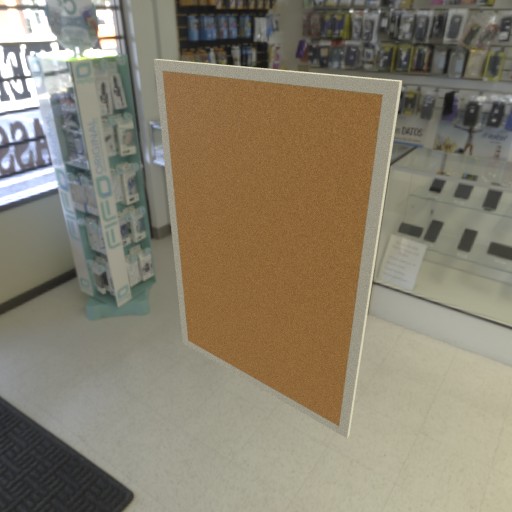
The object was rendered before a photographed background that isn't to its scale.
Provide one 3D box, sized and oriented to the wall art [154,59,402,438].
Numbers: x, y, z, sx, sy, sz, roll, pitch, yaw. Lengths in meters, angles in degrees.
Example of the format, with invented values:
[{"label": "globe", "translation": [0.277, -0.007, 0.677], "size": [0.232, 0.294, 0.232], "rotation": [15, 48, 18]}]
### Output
[{"label": "wall art", "translation": [0.000, 0.000, 1.197], "size": [0.659, 0.940, 0.013], "rotation": [21, 35, 33]}]
